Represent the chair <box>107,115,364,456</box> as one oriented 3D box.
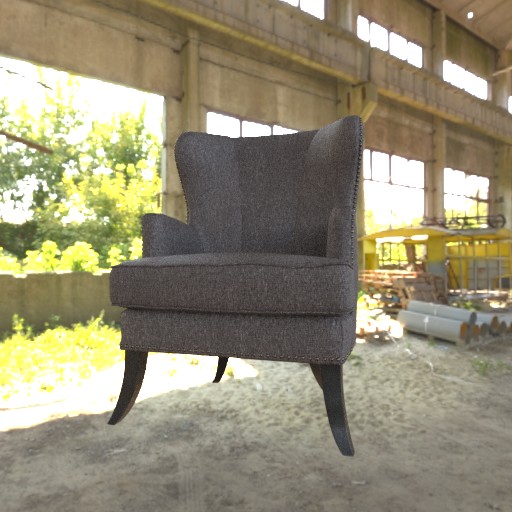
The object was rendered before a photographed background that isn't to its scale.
[{"bbox_3d":[0.000,0.000,1.612,0.759,1.060,0.758,0,-1,18],"label":"chair"}]
